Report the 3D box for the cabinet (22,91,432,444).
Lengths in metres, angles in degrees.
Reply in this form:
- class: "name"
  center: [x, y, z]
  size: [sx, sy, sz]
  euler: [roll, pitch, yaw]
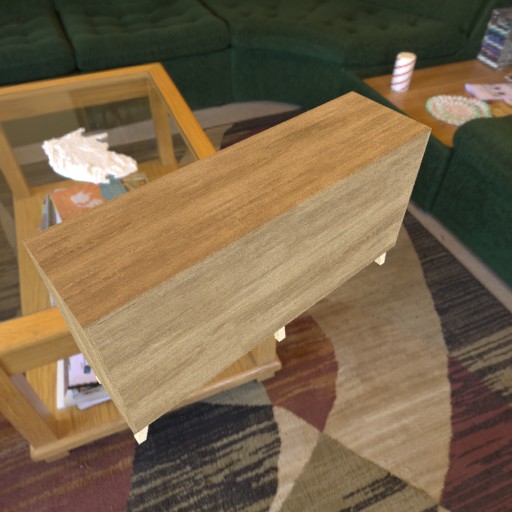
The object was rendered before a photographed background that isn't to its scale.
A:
- class: "cabinet"
  center: [0.000, 0.000, 1.982]
  size: [1.600, 0.870, 0.450]
  euler: [-31, 54, -27]
